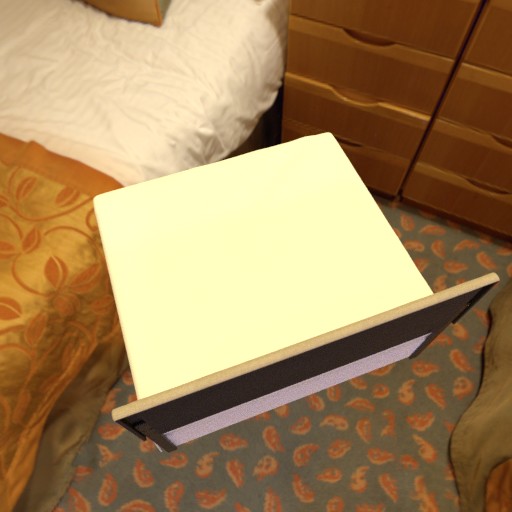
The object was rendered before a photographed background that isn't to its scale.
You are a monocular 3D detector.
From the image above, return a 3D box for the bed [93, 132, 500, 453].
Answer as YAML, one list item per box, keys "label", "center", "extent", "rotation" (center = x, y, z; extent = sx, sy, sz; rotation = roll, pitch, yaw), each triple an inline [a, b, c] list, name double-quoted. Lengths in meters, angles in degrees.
- label: "bed"
  center: [0.000, 0.000, 3.208]
  extent: [2.170, 1.346, 1.914]
  rotation: [-18, 61, -10]
